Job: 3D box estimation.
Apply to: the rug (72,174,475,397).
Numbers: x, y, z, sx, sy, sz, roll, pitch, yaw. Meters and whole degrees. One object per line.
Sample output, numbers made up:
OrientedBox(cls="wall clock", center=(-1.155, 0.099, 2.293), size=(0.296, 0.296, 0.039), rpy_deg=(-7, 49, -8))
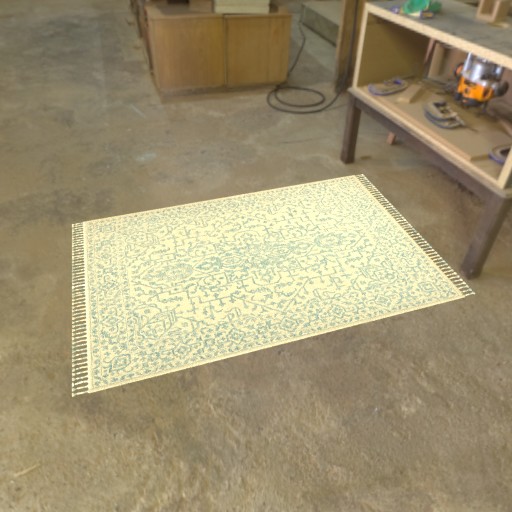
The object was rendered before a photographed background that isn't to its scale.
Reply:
OrientedBox(cls="rug", center=(0.000, 0.000, 3.078), size=(2.438, 0.010, 1.524), rpy_deg=(-12, 43, -13))
